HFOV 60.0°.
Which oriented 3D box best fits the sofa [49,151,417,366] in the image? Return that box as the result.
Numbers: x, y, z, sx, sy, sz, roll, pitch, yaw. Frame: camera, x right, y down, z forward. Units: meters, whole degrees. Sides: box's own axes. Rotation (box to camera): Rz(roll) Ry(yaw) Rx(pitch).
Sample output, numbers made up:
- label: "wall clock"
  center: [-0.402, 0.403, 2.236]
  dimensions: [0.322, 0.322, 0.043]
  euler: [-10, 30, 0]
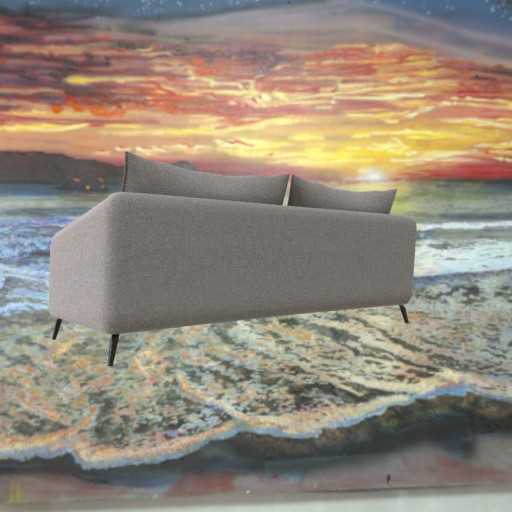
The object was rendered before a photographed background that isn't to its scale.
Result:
- label: "sofa"
  center: [0.000, 0.000, 2.494]
  dimensions: [2.022, 0.833, 0.809]
  euler: [0, 0, -36]
